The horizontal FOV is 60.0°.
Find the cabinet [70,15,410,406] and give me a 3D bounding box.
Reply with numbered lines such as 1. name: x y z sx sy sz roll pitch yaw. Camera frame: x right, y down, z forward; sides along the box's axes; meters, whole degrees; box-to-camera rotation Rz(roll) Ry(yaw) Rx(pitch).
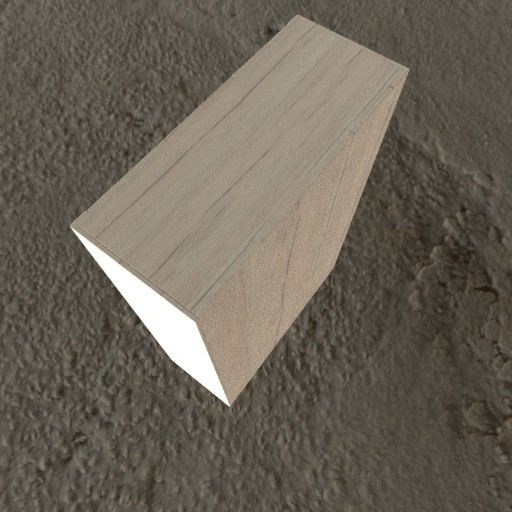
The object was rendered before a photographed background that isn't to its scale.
1. cabinet: 0.000 0.000 2.646 0.580 2.070 1.400 34 69 15
